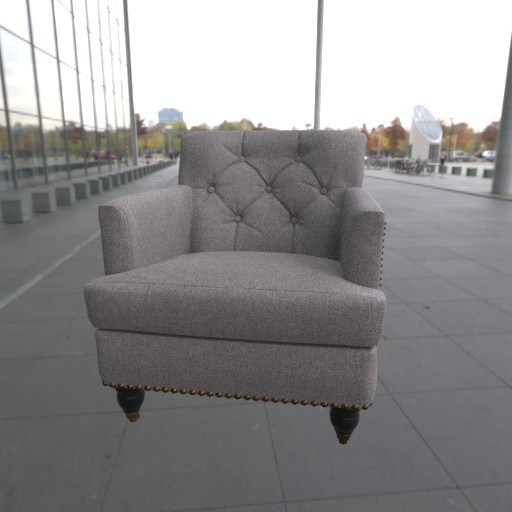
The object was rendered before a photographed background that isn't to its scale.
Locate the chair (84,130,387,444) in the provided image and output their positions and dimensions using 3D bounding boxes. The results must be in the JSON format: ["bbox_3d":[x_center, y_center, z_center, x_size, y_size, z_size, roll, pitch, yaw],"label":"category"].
[{"bbox_3d":[0.000,0.000,1.445,0.737,0.823,0.902,2,14,9],"label":"chair"}]
